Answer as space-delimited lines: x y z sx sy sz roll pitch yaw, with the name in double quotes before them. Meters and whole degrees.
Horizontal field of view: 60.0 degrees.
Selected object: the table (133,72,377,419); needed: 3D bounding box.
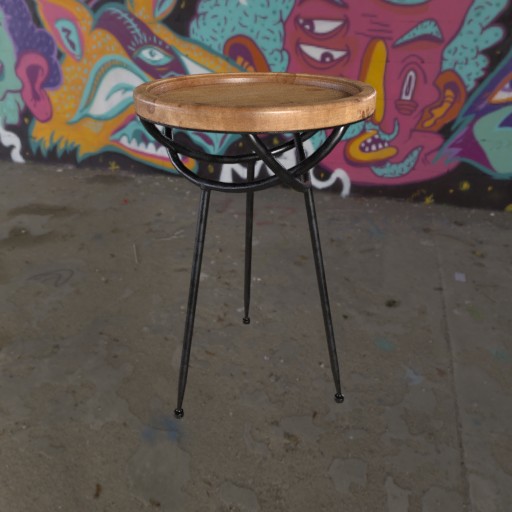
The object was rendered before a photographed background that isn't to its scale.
"table" 0.000 0.000 0.918 0.418 0.664 0.414 19 34 31
